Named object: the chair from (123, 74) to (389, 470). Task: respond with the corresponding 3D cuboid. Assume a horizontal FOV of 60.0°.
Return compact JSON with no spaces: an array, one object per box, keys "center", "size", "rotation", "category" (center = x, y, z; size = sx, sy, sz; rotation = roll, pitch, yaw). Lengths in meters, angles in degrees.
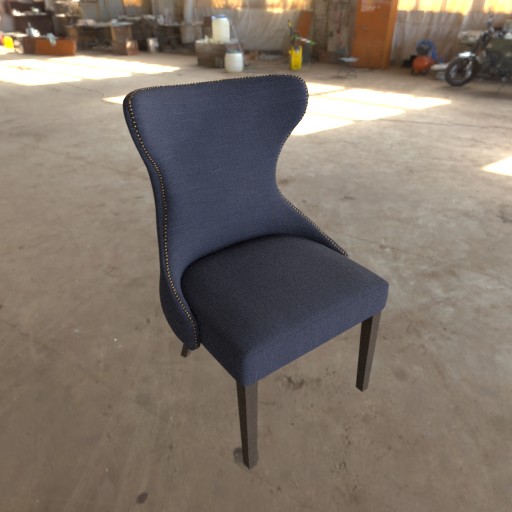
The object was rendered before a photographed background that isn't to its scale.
[{"center":[0.000,0.000,1.373],"size":[0.628,0.967,0.635],"rotation":[-21,37,-31],"category":"chair"}]
